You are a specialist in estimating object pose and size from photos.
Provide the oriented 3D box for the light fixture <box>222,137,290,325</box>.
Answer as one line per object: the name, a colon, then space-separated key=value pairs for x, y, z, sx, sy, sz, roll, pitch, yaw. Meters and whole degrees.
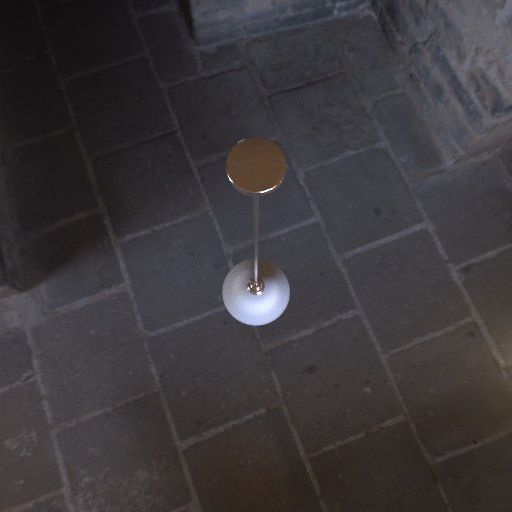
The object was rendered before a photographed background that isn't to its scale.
light fixture: x=0.000 y=0.000 z=1.481 sx=0.324 sy=1.354 sz=0.324 roll=21 pitch=76 yaw=5
